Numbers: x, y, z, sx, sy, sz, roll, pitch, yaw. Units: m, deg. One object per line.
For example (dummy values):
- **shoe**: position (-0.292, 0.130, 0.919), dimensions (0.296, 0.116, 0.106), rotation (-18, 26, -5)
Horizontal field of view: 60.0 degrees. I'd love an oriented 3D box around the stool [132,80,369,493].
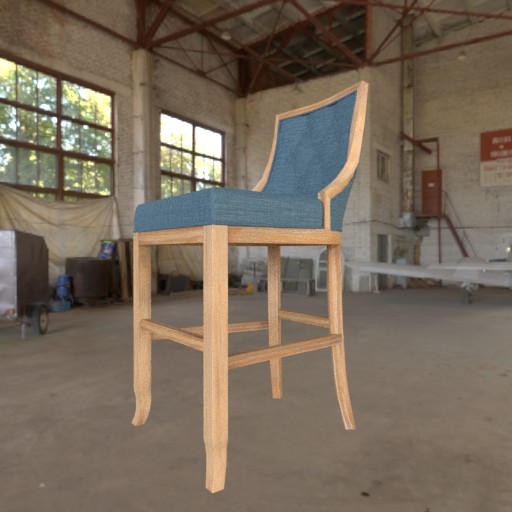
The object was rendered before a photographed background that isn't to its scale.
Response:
- **stool**: position (0.000, 0.000, 1.418), dimensions (0.626, 1.101, 0.524), rotation (0, 1, -36)
